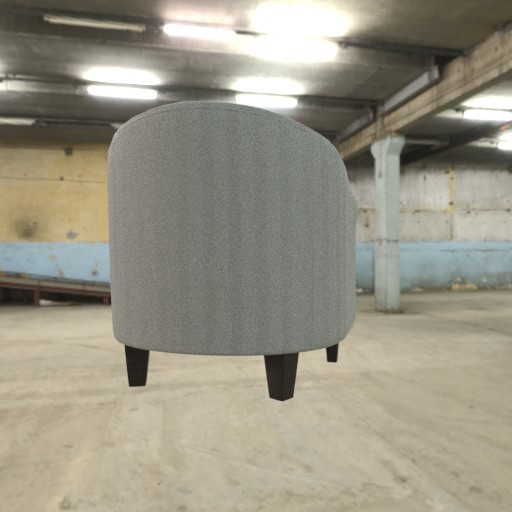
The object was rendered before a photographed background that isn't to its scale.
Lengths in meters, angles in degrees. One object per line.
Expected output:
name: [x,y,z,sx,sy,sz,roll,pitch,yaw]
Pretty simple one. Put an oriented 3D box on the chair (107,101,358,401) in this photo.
chair: [0.000,0.000,1.693,0.756,0.757,1.288,0,0,17]
